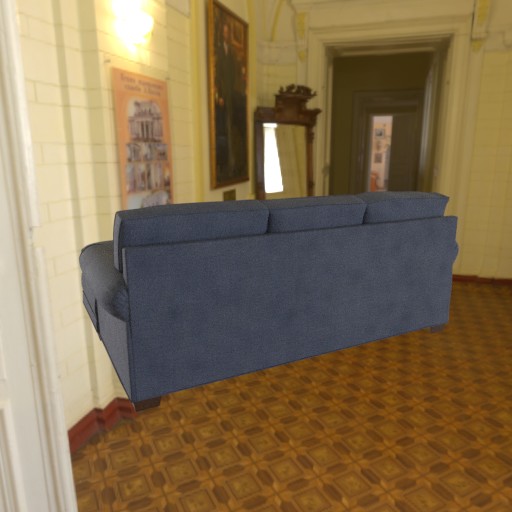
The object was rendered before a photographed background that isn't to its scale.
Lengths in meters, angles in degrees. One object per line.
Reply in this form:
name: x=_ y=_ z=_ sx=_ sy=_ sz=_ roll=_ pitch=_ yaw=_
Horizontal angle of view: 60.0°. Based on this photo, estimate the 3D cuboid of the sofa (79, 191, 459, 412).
sofa: x=0.000 y=0.000 z=3.467 sx=2.567 sy=1.063 sz=1.780 roll=-7 pitch=15 yaw=-27
